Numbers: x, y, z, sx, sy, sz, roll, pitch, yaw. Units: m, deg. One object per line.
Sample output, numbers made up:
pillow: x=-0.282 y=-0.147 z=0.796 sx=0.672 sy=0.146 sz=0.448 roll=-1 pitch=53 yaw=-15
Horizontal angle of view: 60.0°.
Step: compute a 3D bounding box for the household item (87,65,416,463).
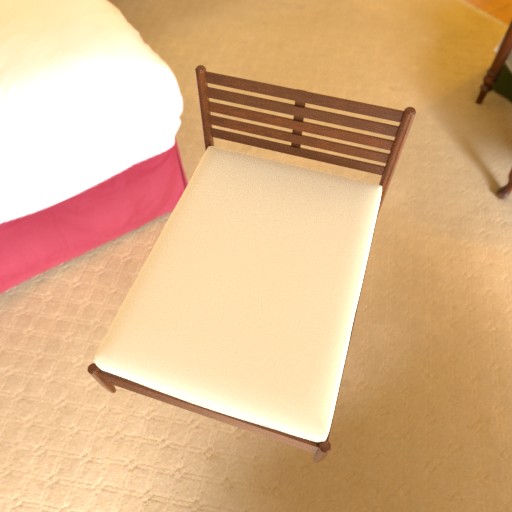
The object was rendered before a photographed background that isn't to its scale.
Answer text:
household item: x=0.000 y=0.000 z=3.237 sx=1.663 sy=1.356 sz=2.232 roll=15 pitch=58 yaw=10
